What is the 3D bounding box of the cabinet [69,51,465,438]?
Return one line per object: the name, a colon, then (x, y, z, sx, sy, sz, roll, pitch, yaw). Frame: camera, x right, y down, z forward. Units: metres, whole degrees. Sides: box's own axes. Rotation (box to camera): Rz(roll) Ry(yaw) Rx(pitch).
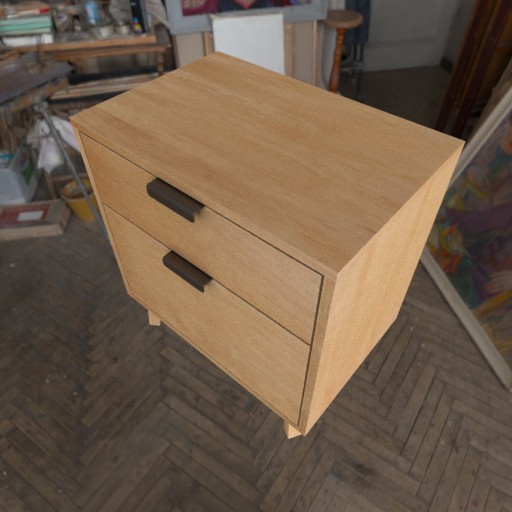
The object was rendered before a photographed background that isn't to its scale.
cabinet: (0.000, 0.000, 0.951, 0.551, 0.599, 0.394, 32, 54, 27)
